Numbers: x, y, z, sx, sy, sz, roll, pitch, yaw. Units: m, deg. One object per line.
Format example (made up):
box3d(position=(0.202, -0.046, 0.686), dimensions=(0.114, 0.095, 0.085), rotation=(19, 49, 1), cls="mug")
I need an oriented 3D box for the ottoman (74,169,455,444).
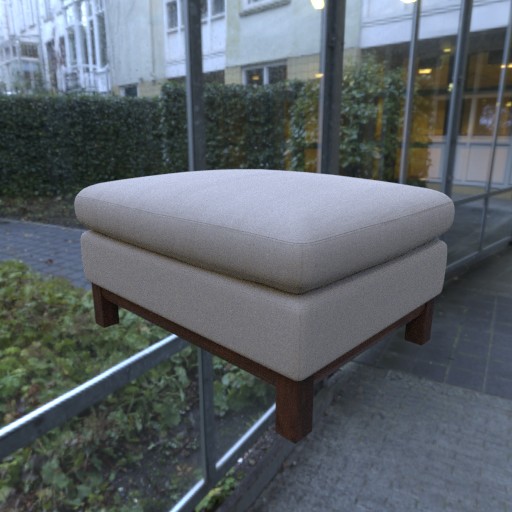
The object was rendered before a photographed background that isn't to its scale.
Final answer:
box3d(position=(0.000, 0.000, 1.128), dimensions=(0.771, 0.420, 0.606), rotation=(15, 22, 42), cls="ottoman")
